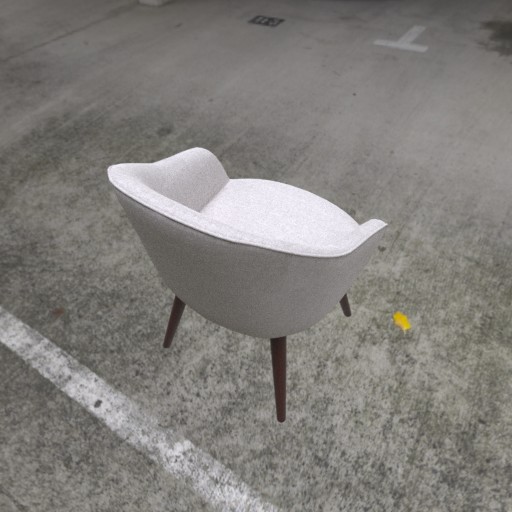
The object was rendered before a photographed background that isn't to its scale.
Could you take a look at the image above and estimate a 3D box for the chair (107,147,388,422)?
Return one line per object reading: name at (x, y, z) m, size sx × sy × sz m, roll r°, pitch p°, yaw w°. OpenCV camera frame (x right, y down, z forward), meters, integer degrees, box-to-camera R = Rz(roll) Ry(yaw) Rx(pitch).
chair at (0.000, 0.000, 1.258) m, size 0.596 × 0.823 × 0.635 m, roll 26°, pitch 53°, yaw 22°
